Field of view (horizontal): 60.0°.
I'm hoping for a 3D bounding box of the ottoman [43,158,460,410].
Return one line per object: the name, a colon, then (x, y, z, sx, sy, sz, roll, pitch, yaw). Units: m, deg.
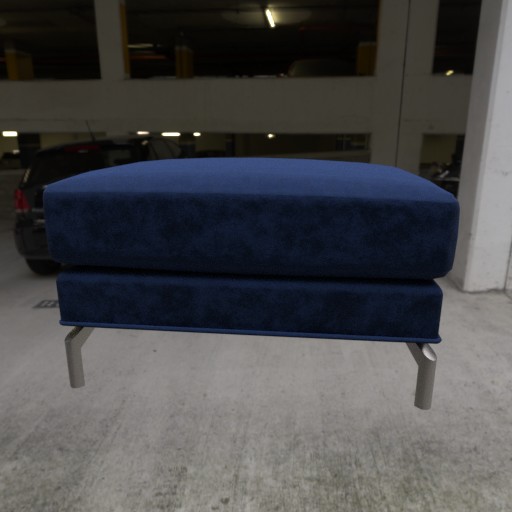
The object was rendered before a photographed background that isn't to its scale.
ottoman: (0.000, 0.000, 1.181, 0.835, 0.498, 0.587, 2, 16, 6)
